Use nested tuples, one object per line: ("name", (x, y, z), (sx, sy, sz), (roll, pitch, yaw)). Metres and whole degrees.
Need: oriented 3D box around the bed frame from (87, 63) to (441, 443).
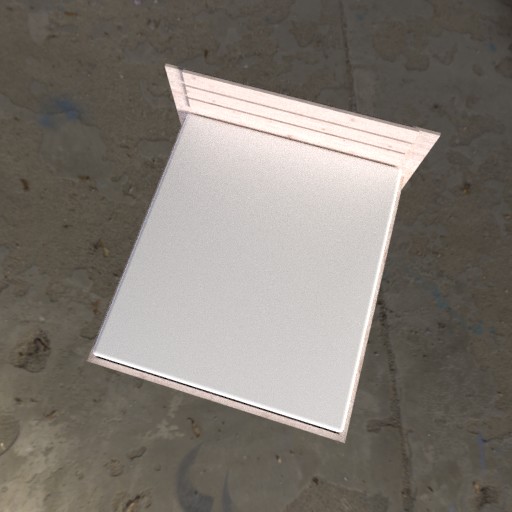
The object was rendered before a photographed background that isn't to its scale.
("bed frame", (0.000, 0.000, 3.197), (1.950, 0.970, 2.080), (16, 74, 5))
